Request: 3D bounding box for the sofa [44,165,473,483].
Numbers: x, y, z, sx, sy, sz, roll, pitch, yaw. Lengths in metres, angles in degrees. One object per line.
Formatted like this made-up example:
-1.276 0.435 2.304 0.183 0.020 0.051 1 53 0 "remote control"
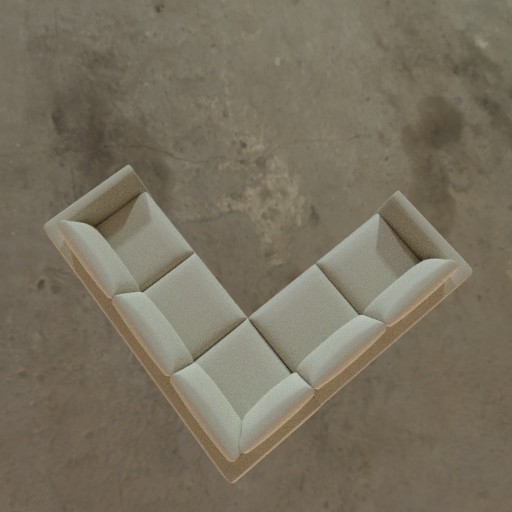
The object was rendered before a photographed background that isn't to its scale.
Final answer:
0.000 0.000 3.728 2.430 0.867 2.448 -38 80 -8 "sofa"
